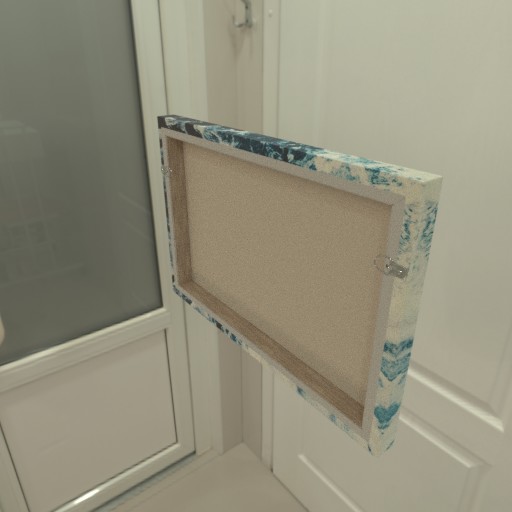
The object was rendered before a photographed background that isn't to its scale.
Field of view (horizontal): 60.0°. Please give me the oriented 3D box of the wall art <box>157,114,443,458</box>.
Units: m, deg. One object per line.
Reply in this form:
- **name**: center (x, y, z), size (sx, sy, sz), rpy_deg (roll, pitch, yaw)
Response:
- **wall art**: center (0.000, 0.000, 0.772), size (0.043, 0.407, 0.609), rpy_deg (-18, 31, -34)
